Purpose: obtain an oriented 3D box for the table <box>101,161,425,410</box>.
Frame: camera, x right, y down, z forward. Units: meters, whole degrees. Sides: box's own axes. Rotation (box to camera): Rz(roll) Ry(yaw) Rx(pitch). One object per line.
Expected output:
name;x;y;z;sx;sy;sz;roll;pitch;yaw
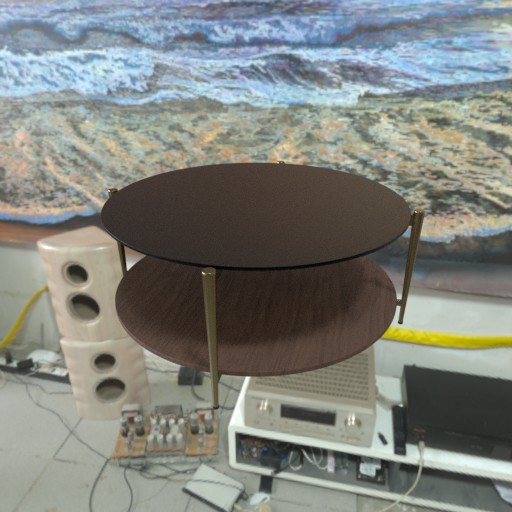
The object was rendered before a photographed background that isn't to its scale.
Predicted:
table;0.000;0.000;1.490;0.938;0.400;0.938;-8;27;-16
